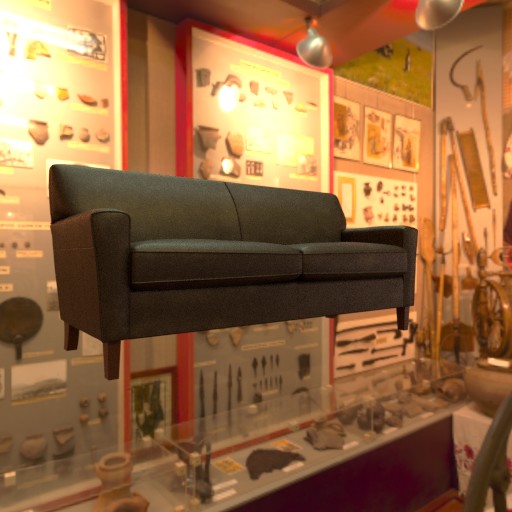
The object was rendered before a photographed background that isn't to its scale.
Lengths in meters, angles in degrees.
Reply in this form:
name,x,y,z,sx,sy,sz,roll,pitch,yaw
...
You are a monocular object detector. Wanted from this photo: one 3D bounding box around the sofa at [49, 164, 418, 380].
name,x,y,z,sx,sy,sz,roll,pitch,yaw
sofa,0.000,0.000,2.538,2.053,0.947,0.805,0,1,-36
